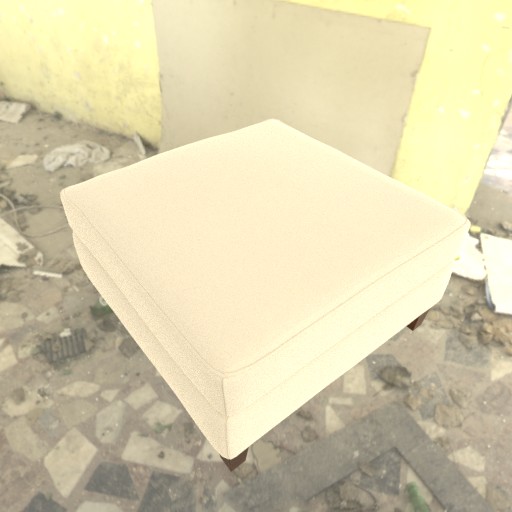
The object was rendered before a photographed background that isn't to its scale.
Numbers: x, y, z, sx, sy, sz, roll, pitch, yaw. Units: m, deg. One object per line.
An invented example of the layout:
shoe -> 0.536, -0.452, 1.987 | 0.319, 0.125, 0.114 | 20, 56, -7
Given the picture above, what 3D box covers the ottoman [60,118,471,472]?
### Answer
ottoman -> 0.000, 0.000, 1.338 | 0.838, 0.479, 0.838 | -27, 47, -28
